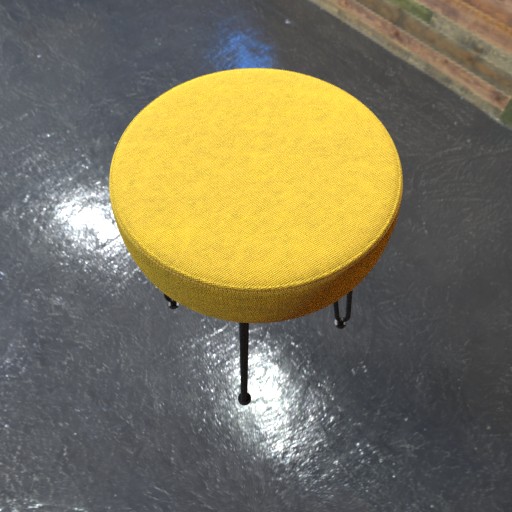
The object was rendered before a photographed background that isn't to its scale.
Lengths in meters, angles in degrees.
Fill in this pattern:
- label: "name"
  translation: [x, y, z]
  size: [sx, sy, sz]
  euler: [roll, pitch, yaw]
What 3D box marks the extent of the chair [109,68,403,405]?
- label: "chair"
  translation: [0.000, 0.000, 0.697]
  size: [0.345, 0.455, 0.345]
  euler: [-34, 65, -18]
